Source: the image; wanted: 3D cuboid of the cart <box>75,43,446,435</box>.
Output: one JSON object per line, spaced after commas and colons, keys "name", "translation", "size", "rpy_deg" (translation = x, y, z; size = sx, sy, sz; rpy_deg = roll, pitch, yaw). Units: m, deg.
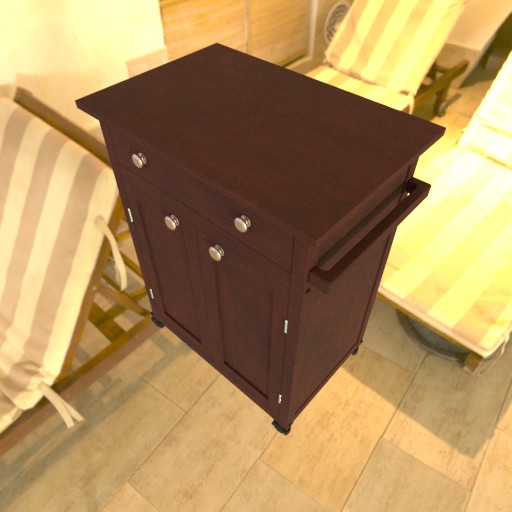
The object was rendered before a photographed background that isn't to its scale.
{"name": "cart", "translation": [0.000, 0.000, 1.250], "size": [0.683, 0.864, 0.442], "rpy_deg": [33, 55, 28]}
